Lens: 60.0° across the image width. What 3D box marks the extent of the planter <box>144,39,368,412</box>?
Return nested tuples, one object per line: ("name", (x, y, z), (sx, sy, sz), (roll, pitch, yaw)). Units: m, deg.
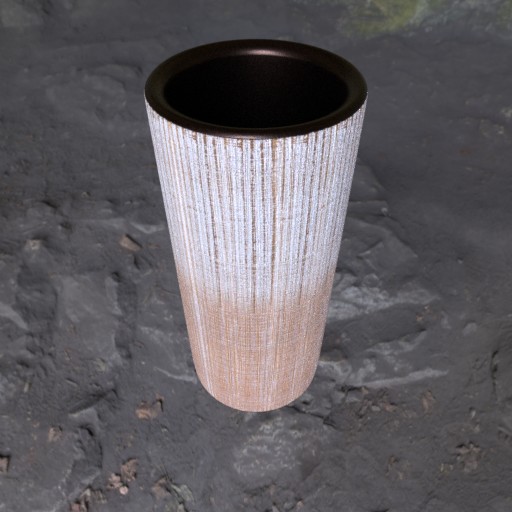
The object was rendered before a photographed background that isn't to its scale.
("planter", (0.000, 0.000, 0.279), (0.100, 0.227, 0.100), (-16, 47, -15))
